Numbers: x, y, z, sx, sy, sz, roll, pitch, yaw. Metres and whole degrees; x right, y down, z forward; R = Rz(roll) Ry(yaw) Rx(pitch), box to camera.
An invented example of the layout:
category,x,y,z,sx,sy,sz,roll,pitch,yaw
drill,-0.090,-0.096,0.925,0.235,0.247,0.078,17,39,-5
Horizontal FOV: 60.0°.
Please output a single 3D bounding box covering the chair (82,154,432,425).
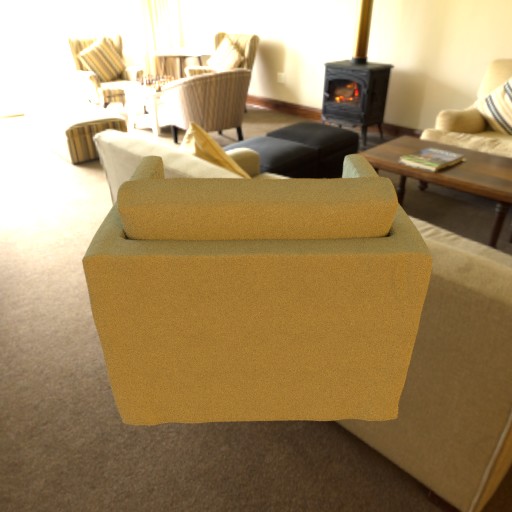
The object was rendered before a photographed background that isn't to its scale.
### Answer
category,x,y,z,sx,sy,sz,roll,pitch,yaw
chair,0.000,0.000,1.798,1.057,0.863,0.949,-1,31,-1
